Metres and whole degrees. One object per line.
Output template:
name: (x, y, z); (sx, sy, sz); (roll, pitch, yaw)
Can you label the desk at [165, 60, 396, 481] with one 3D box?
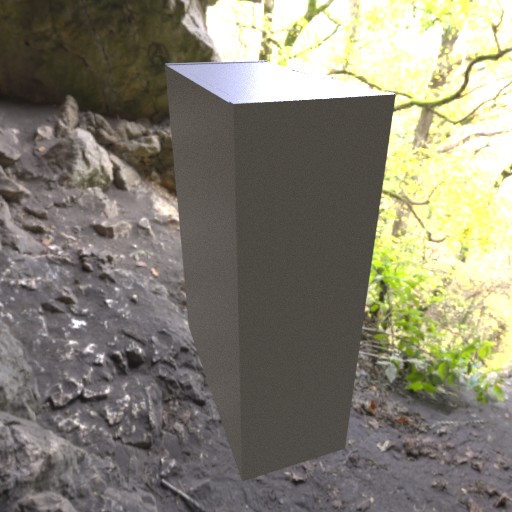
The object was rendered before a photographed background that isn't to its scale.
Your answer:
desk: (0.000, 0.000, 1.565); (0.390, 1.190, 0.850); (-9, 30, -17)
